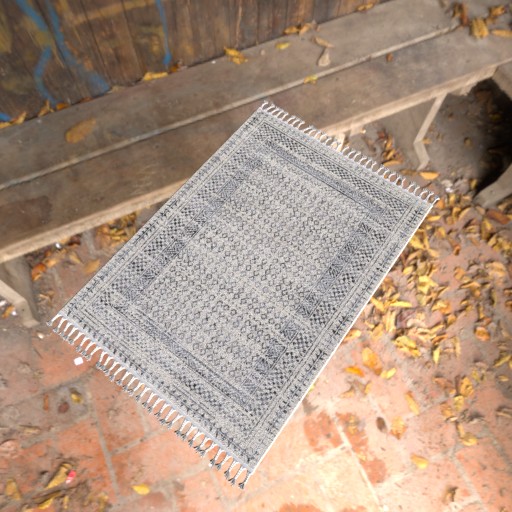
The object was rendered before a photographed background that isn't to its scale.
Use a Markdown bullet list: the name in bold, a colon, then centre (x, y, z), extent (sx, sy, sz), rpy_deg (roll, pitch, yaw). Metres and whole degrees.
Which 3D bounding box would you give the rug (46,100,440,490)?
- **rug**: centre (0.000, 0.000, 2.357), extent (1.243, 0.013, 1.872), rpy_deg (34, 69, 15)
